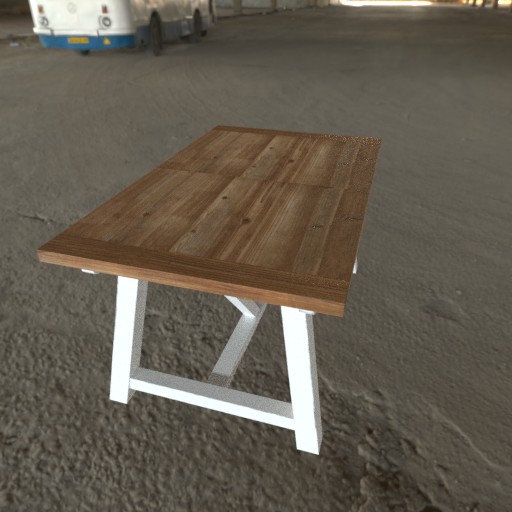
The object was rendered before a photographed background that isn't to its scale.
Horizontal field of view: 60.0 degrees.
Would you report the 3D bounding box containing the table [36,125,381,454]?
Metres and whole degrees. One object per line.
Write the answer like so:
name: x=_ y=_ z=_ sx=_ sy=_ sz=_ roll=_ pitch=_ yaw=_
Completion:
table: x=0.000 y=0.000 z=2.024 sx=0.922 sy=0.743 sz=1.503 roll=9 pitch=32 yaw=15
